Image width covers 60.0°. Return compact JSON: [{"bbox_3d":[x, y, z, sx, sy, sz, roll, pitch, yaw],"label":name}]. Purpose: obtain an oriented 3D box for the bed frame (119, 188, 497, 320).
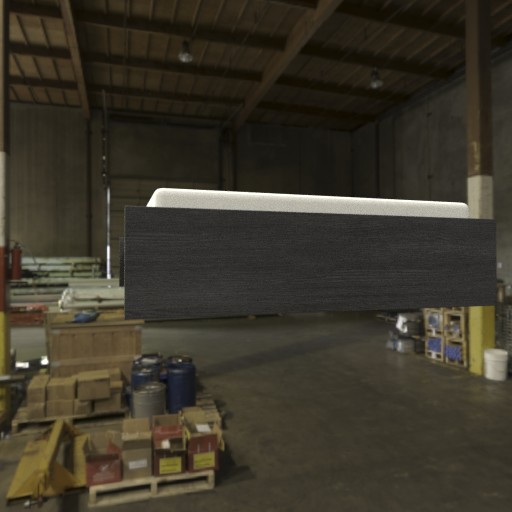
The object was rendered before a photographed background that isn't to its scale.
[{"bbox_3d":[0.000,0.000,2.555,1.490,0.432,1.950,0,-1,-18],"label":"bed frame"}]
